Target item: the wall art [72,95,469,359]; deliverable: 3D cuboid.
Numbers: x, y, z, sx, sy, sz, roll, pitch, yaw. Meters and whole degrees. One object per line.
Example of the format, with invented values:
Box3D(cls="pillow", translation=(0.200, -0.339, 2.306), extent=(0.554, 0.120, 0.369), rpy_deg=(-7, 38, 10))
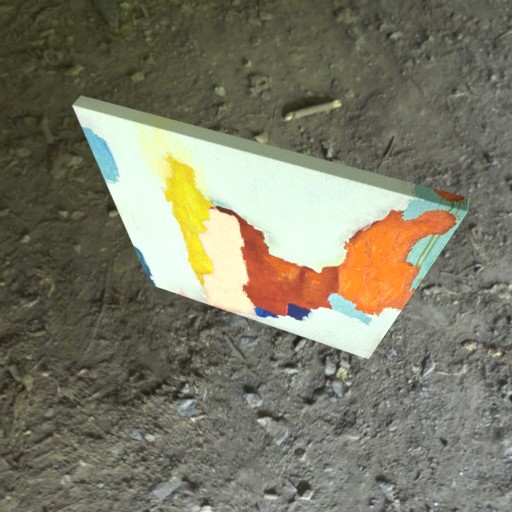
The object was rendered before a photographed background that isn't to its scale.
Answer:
Box3D(cls="wall art", translation=(0.000, 0.000, 1.518), extent=(1.017, 1.017, 0.044), rpy_deg=(17, 60, 10))
